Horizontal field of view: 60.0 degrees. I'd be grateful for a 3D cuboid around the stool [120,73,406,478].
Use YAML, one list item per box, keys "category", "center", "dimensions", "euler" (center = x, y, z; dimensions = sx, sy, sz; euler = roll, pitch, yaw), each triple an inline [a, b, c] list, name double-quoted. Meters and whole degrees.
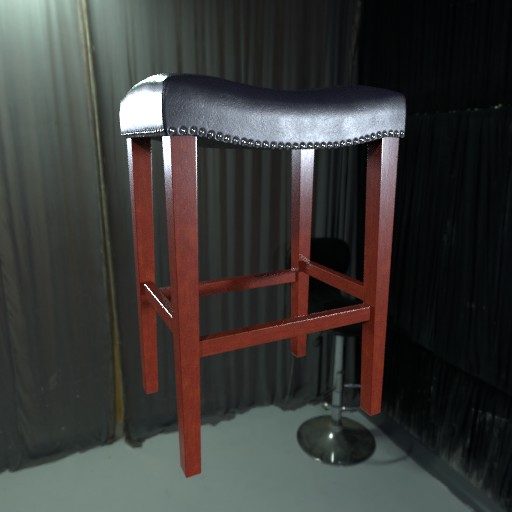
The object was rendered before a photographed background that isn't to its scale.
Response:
- category: "stool"
  center: [0.000, 0.000, 1.014]
  dimensions: [0.504, 0.742, 0.372]
  euler: [-7, 16, -26]
